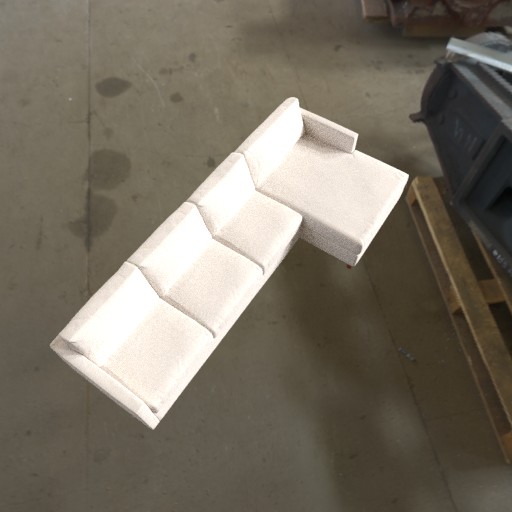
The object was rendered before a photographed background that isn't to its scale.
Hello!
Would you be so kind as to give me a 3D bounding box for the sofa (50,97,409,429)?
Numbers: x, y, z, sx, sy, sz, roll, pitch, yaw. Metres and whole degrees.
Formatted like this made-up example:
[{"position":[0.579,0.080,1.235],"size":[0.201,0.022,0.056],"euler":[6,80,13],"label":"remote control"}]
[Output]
[{"position":[0.000,0.000,4.191],"size":[1.606,0.954,3.471],"euler":[30,63,17],"label":"sofa"}]
